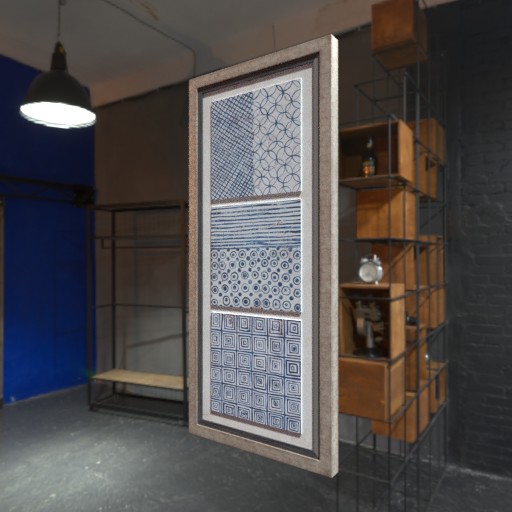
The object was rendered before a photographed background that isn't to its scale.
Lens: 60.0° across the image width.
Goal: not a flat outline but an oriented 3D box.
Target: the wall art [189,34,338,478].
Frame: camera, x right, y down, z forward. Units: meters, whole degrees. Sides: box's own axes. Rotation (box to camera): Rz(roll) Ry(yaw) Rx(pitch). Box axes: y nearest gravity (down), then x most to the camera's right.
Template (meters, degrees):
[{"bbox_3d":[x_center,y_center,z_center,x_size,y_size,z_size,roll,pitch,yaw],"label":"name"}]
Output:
[{"bbox_3d":[0.000,0.000,1.667,0.648,1.461,0.051,0,0,36],"label":"wall art"}]
